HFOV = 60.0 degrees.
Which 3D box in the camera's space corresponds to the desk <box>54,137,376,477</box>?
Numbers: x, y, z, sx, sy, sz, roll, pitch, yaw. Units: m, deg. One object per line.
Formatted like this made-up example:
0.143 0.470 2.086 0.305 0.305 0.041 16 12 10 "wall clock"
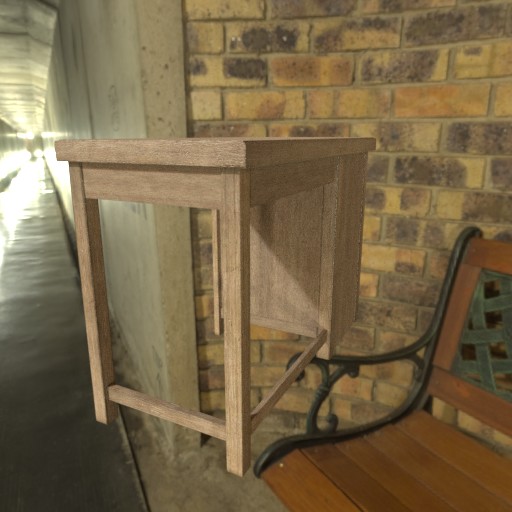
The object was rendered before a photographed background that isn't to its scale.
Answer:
0.000 0.000 1.775 0.610 0.912 1.289 8 17 26 "desk"
